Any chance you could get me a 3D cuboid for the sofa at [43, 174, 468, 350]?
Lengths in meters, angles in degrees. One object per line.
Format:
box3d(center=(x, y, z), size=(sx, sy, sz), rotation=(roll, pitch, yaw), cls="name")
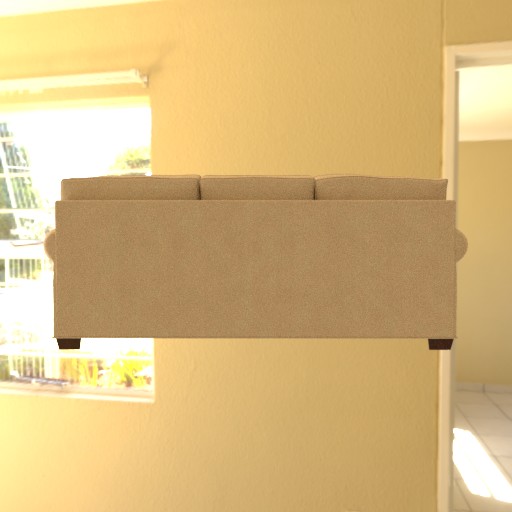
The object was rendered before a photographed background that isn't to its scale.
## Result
box3d(center=(0.000, 0.000, 2.386), size=(1.770, 0.734, 1.226), rotation=(0, 1, 0), cls="sofa")
